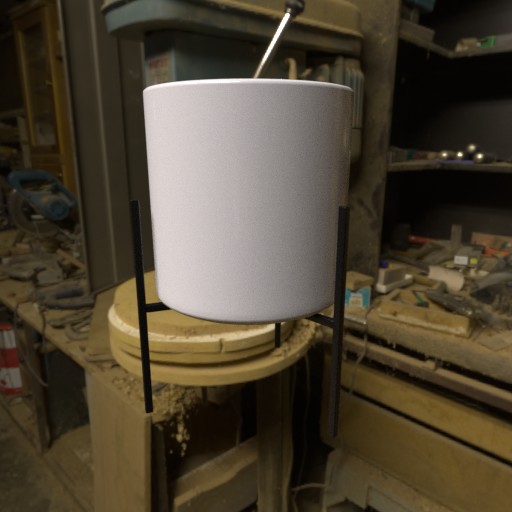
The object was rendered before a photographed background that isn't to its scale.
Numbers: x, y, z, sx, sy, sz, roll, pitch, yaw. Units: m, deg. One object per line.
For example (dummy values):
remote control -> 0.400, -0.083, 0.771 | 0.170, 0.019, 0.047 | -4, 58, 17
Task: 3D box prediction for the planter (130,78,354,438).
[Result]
planter -> 0.000, 0.000, 0.507 | 0.239, 0.356, 0.239 | -14, 20, -43
